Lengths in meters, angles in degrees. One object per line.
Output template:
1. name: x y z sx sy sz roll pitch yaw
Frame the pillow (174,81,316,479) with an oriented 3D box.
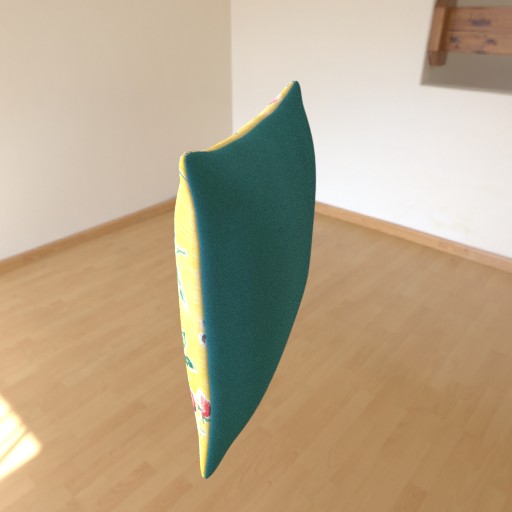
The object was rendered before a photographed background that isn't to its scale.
1. pillow: 0.000 0.000 0.771 0.166 0.508 0.525 8 31 14
